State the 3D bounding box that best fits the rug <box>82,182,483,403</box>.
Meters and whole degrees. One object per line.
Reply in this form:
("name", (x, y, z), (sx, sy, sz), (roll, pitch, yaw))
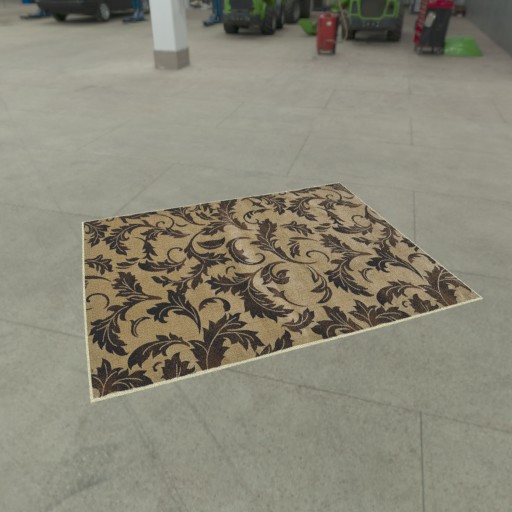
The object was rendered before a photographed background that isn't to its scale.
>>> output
("rug", (0.000, 0.000, 4.008), (2.977, 0.008, 2.380), (-11, 35, -16))
